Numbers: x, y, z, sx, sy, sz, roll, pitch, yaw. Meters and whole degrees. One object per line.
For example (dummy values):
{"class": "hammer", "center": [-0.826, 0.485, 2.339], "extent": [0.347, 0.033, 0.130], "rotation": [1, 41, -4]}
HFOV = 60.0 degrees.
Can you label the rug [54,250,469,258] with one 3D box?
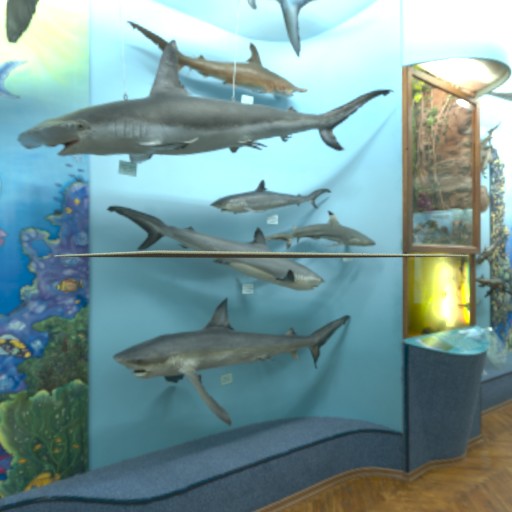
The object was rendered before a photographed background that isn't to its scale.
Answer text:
{"class": "rug", "center": [0.000, 0.000, 4.160], "extent": [3.039, 0.018, 2.462], "rotation": [0, -1, -36]}
